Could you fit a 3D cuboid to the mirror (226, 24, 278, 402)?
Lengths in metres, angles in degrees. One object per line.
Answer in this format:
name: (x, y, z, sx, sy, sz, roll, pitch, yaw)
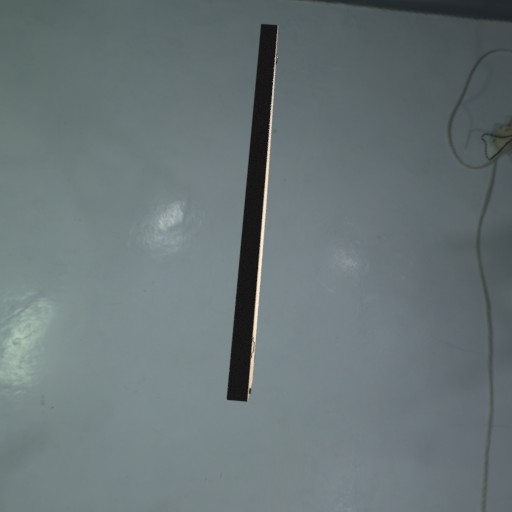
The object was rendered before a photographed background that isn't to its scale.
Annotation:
mirror: (0.000, 0.000, 1.340, 0.041, 1.016, 0.762, 4, 76, 1)
